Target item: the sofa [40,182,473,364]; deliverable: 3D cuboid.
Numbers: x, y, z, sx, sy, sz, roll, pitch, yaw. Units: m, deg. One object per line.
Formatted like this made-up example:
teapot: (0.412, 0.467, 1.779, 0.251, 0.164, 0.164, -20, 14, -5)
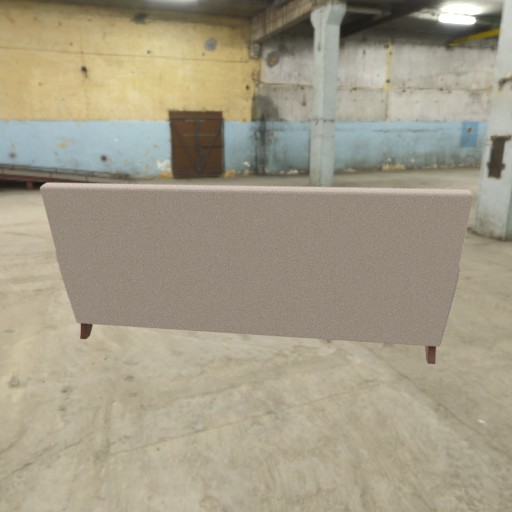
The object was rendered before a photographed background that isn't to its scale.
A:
sofa: (0.000, 0.000, 2.438, 2.000, 0.846, 0.875, 2, 15, 8)
